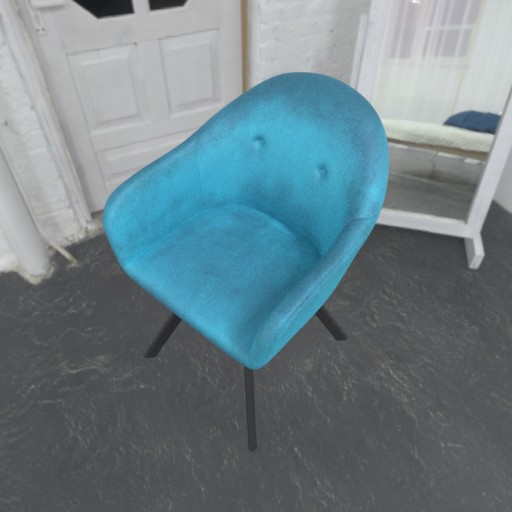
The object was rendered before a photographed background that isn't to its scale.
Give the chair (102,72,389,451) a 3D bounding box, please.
[{"bbox_3d":[0.000,0.000,1.165,0.540,0.780,0.570,32,55,26],"label":"chair"}]
